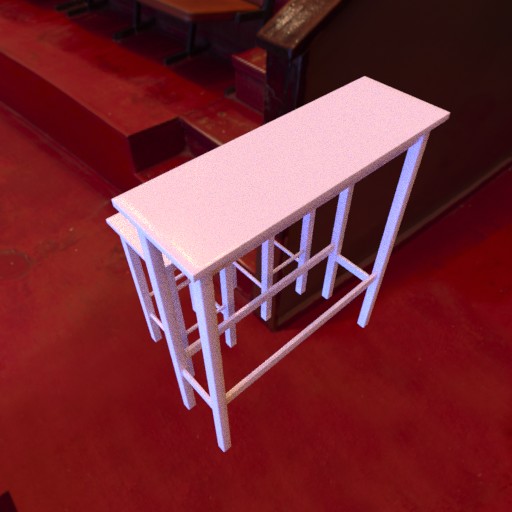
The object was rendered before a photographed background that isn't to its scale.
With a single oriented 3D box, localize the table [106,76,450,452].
[{"bbox_3d":[0.000,0.000,1.613,0.915,1.065,0.650,-34,55,-27],"label":"table"}]
